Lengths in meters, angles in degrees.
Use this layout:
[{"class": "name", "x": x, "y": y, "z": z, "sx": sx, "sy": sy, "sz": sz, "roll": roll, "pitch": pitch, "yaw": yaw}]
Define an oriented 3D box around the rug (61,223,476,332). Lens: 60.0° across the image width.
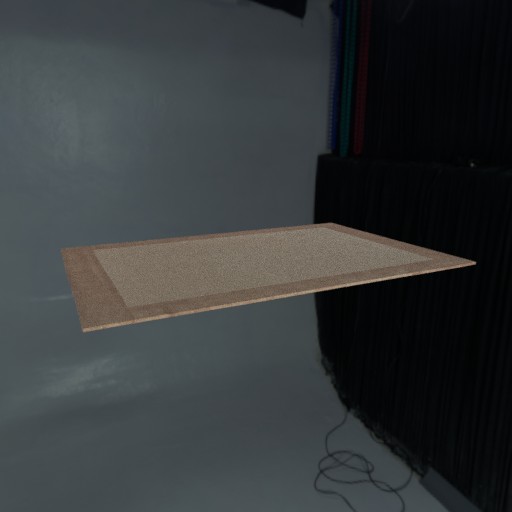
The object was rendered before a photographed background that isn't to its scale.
[{"class": "rug", "x": 0.000, "y": 0.000, "z": 2.326, "sx": 1.829, "sy": 0.014, "sz": 1.219, "roll": -7, "pitch": 16, "yaw": -25}]
